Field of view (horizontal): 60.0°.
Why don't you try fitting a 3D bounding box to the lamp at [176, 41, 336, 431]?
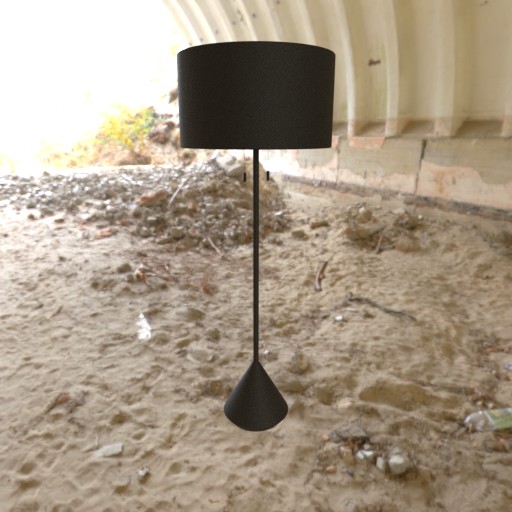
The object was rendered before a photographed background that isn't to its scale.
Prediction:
[{"bbox_3d":[0.000,0.000,1.838,0.580,1.526,0.580,8,17,26],"label":"lamp"}]
